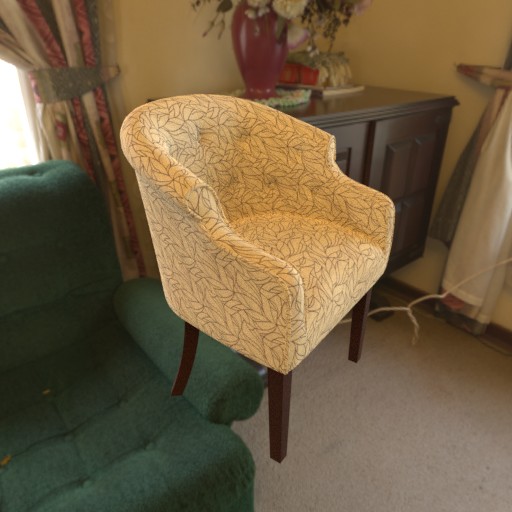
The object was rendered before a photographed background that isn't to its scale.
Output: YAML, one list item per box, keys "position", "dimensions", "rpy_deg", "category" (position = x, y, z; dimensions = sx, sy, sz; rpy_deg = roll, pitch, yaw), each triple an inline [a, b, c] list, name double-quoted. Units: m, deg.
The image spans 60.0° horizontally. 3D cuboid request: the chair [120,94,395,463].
- position: [0.000, 0.000, 1.300]
  dimensions: [0.613, 0.858, 0.686]
  rpy_deg: [17, 31, 31]
  category: "chair"
